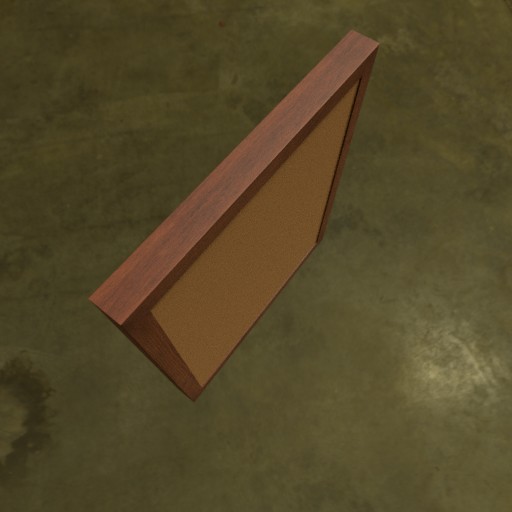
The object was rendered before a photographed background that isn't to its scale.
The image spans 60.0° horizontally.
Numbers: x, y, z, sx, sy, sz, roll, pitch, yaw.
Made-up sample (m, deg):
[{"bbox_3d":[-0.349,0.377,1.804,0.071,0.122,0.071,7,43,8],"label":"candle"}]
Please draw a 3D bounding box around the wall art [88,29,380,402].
[{"bbox_3d":[0.000,0.000,0.520,0.030,0.381,0.330,34,69,15],"label":"wall art"}]
